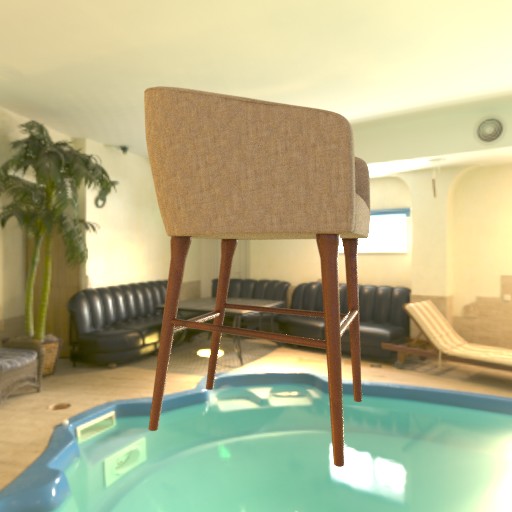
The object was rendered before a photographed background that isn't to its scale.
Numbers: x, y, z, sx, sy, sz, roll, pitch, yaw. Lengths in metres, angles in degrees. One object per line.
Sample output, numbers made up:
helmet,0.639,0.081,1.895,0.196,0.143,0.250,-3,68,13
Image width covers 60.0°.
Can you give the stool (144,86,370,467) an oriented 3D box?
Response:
stool,0.000,0.000,1.314,0.635,0.952,0.559,0,1,18
